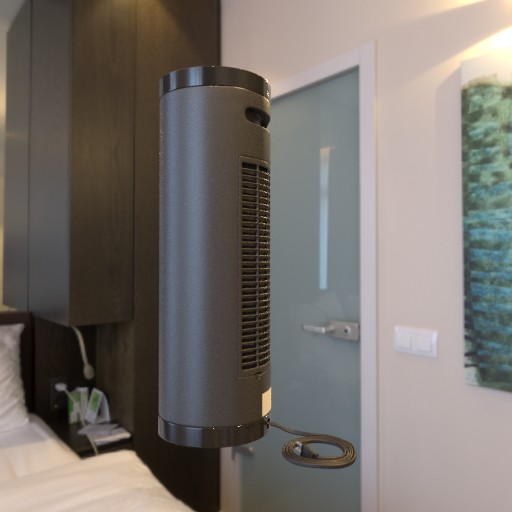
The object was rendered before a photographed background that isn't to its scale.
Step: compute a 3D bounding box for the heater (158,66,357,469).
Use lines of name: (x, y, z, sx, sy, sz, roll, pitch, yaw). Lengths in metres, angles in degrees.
heater: (0.000, 0.000, 0.688, 0.312, 0.552, 0.174, 0, -1, 18)
